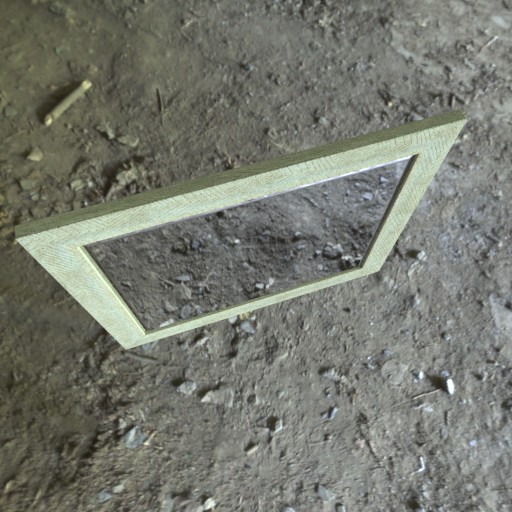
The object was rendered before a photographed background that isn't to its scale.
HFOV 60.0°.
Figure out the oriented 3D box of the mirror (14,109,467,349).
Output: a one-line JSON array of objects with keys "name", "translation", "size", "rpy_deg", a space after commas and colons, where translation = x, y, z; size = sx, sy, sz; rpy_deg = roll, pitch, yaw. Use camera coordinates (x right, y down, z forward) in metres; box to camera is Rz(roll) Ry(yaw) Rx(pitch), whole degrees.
[{"name": "mirror", "translation": [0.000, 0.000, 1.095], "size": [0.839, 0.689, 0.028], "rpy_deg": [-16, 64, -8]}]
